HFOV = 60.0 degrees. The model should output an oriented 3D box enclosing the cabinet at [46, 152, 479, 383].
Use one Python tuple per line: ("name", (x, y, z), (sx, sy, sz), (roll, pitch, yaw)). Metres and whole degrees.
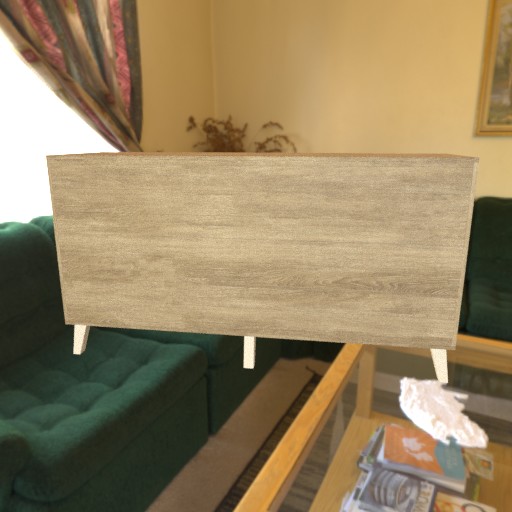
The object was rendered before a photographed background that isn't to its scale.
("cabinet", (0.000, 0.000, 1.945), (1.600, 0.870, 0.450), (2, 15, 9))
